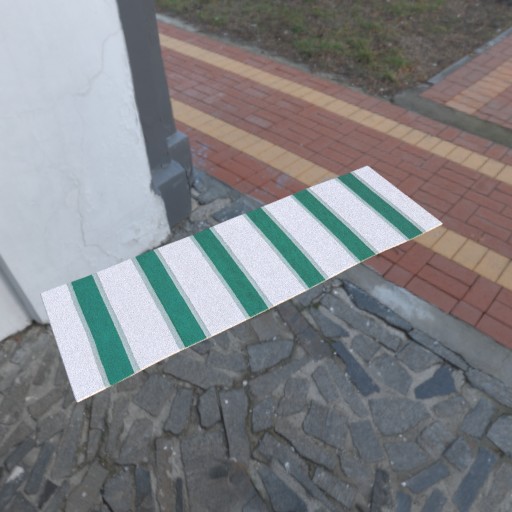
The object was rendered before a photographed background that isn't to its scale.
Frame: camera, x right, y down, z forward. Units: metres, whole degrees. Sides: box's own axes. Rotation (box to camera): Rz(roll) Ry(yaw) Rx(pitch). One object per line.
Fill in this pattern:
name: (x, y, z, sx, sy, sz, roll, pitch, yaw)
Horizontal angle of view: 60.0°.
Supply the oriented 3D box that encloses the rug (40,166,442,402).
rug: (0.000, 0.000, 2.754, 2.438, 0.012, 0.768, -23, 51, -21)
